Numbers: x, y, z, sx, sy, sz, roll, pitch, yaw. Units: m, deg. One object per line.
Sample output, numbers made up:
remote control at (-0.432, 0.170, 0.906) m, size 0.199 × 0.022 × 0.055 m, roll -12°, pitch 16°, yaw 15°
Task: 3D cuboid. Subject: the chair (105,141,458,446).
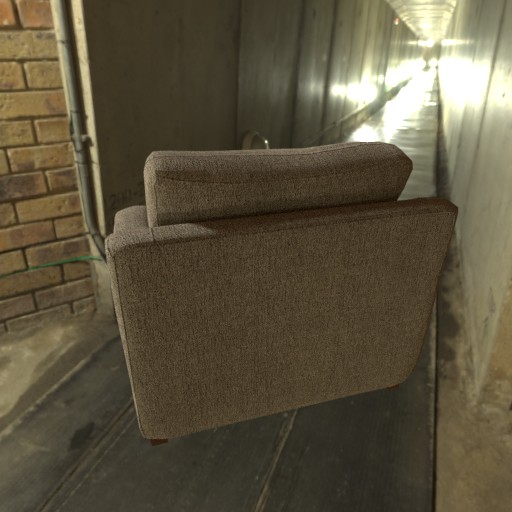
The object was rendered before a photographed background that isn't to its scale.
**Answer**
chair at (0.000, 0.000, 1.878) m, size 1.138 × 1.037 × 1.009 m, roll -8°, pitch 27°, yaw -15°
